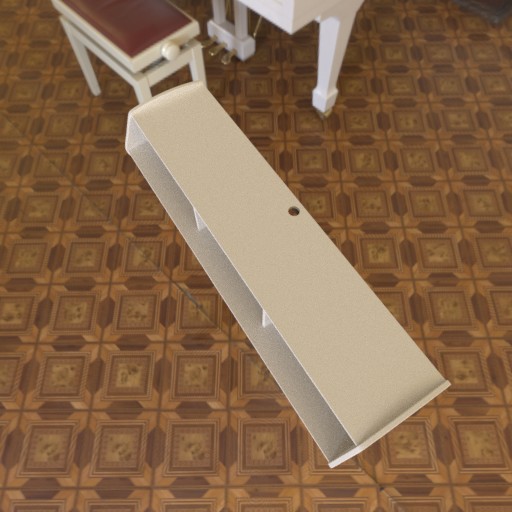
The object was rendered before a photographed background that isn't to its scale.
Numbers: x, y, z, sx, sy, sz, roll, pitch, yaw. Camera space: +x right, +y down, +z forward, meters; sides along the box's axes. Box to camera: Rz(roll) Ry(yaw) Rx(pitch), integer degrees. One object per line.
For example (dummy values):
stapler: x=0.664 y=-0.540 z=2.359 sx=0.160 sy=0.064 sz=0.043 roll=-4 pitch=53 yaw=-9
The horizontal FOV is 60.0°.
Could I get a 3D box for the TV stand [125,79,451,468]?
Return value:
TV stand: x=0.000 y=0.000 z=1.683 sx=0.397 sy=0.424 sz=1.473 roll=-29 pitch=66 yaw=-14
